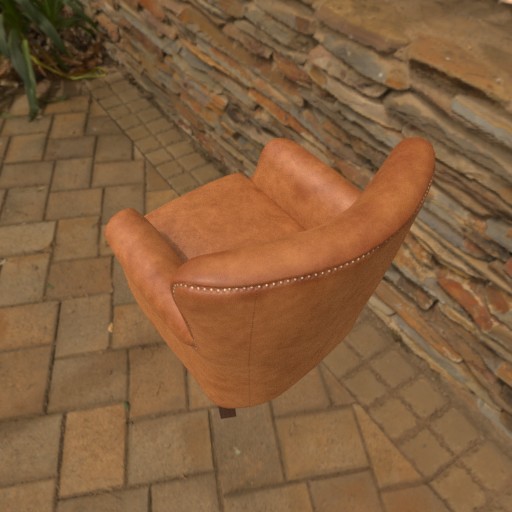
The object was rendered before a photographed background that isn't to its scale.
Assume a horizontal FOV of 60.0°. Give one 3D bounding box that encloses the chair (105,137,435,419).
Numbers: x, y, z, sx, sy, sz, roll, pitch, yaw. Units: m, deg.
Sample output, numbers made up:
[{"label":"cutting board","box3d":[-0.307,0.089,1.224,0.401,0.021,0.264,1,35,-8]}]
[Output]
[{"label":"chair","box3d":[0.000,0.000,1.575,0.861,0.936,0.921,-31,55,-25]}]
